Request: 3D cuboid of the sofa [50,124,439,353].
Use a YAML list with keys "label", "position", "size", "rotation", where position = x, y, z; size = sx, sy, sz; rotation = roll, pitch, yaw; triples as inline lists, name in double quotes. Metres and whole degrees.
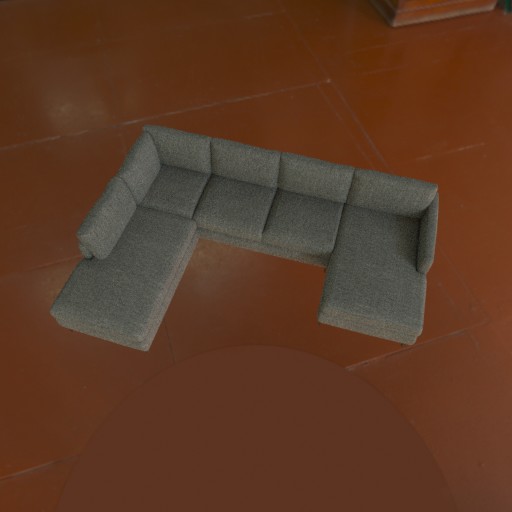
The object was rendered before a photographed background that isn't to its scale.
- label: "sofa"
  position: [0.000, 0.000, 3.610]
  size: [2.737, 0.756, 1.879]
  rotation: [14, 58, 9]
